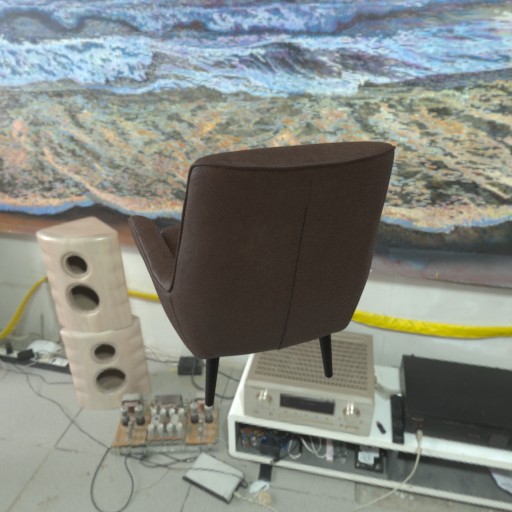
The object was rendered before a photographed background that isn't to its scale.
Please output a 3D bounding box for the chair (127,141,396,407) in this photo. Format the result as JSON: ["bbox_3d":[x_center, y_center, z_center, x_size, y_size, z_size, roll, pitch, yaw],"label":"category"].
[{"bbox_3d":[0.000,0.000,1.497,0.787,0.888,0.824,-8,28,-16],"label":"chair"}]
